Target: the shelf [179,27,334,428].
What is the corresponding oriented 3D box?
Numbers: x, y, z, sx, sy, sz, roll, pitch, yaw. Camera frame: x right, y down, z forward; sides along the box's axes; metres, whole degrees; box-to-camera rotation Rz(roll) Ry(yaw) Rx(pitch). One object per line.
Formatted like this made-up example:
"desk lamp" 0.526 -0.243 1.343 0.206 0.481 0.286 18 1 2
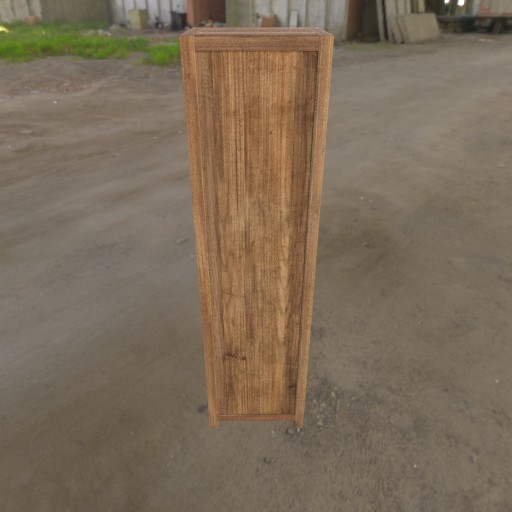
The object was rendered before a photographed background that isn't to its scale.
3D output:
"shelf" 0.000 0.000 2.093 0.500 1.900 0.428 0 30 -1
